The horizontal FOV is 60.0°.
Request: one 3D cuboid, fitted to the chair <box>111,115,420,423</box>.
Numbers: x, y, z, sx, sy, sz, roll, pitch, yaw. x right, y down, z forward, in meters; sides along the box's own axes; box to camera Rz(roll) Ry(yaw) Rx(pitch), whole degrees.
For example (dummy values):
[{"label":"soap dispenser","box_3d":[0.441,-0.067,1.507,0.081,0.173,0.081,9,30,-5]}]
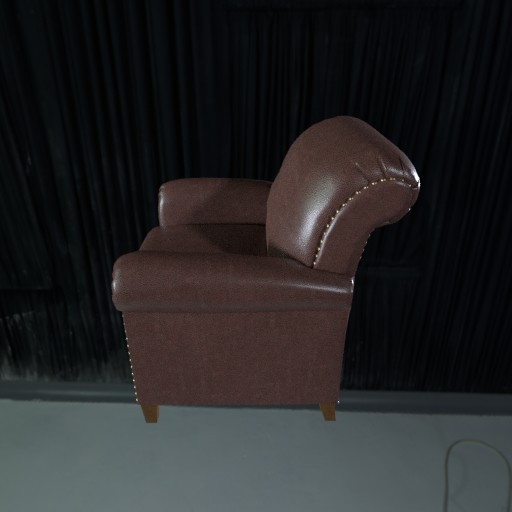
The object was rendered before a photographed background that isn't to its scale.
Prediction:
[{"label":"chair","box_3d":[0.000,0.000,1.625,0.890,0.927,0.854,0,27,0]}]
